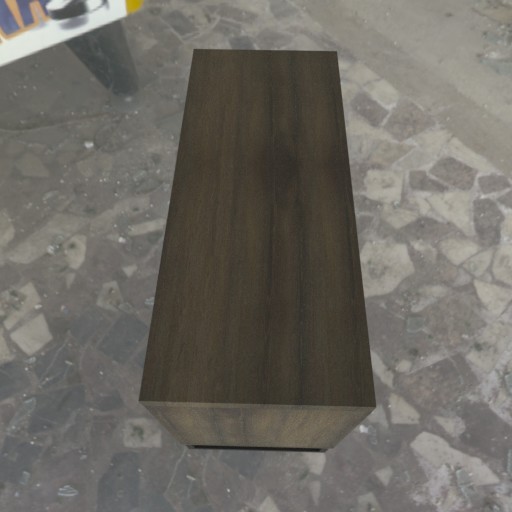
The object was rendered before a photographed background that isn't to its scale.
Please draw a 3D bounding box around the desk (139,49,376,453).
[{"bbox_3d":[0.000,0.000,1.493,0.511,0.752,1.134,1,59,1],"label":"desk"}]
